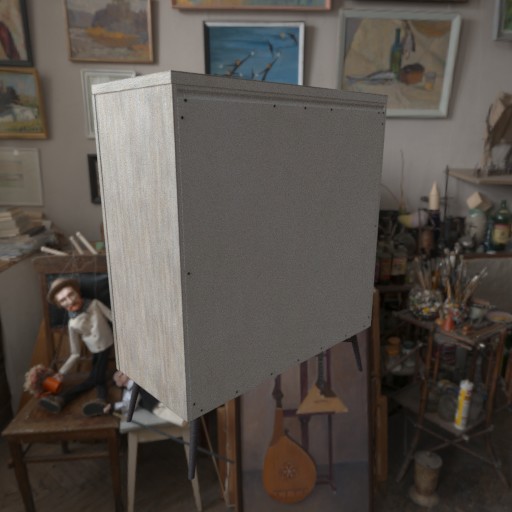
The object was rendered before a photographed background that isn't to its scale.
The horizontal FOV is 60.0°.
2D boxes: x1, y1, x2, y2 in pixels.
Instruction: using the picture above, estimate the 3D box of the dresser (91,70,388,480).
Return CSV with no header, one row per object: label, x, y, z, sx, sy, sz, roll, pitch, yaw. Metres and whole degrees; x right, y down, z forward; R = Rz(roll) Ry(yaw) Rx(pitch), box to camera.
dresser,0.000,0.000,1.736,1.016,1.219,0.457,-14,21,-42
